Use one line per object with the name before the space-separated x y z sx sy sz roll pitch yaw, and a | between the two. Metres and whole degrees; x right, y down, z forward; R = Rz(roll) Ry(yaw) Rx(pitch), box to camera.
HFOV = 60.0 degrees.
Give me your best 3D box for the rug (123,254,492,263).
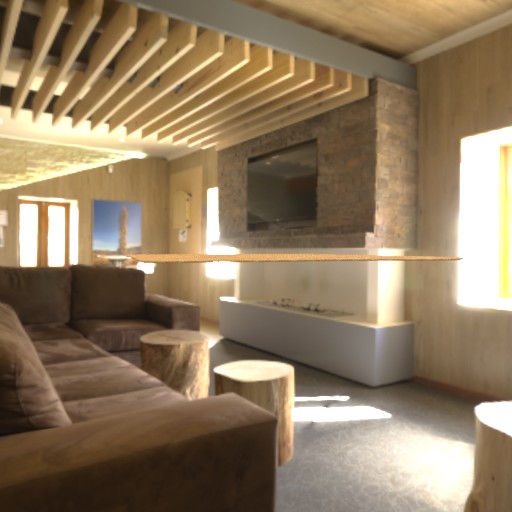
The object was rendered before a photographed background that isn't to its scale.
rug | 0.000 0.000 2.734 1.524 0.013 2.135 0 1 -18
